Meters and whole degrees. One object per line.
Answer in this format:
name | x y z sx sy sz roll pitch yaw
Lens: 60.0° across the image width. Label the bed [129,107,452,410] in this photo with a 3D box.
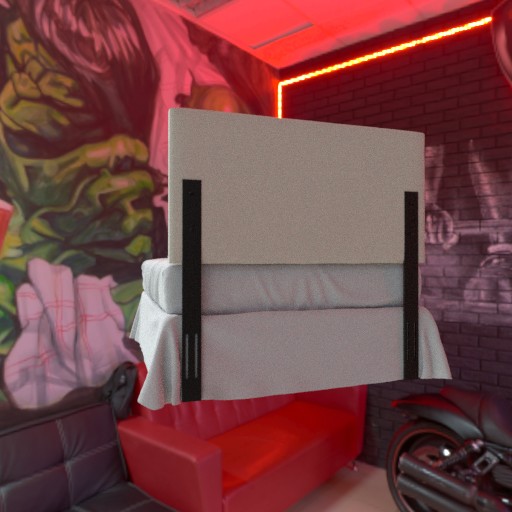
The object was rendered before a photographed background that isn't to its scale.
bed | 0.000 0.000 3.556 1.936 1.577 2.222 0 0 -18
